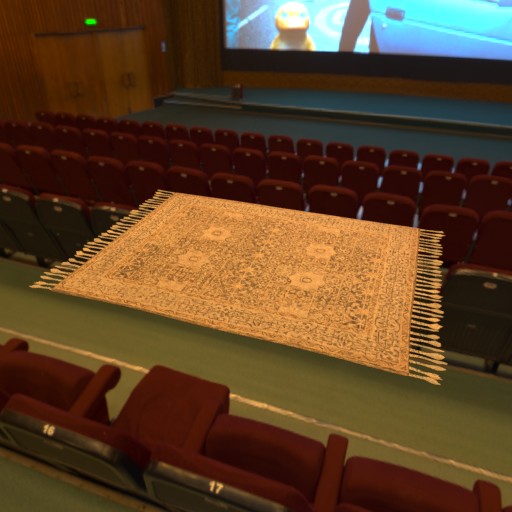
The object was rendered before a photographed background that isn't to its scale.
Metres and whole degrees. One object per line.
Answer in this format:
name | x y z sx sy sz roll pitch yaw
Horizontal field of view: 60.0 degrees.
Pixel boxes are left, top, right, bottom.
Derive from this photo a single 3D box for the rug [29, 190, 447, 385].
rug | 0.000 0.000 3.045 2.465 0.023 1.619 10 33 17
